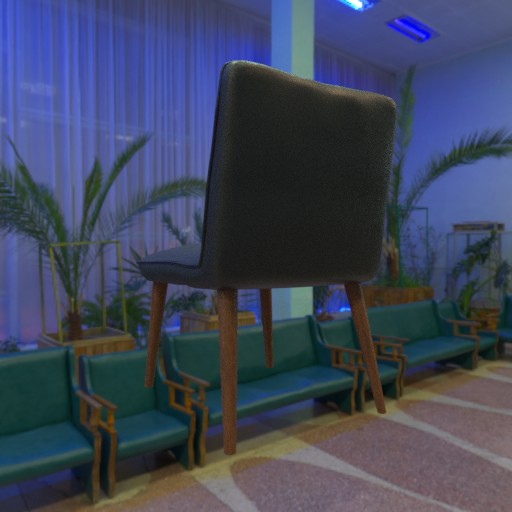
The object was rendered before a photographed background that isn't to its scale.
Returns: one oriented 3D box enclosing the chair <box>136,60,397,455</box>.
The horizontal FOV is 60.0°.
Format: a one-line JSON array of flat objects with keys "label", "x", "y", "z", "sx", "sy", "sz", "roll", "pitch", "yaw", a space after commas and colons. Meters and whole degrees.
[{"label": "chair", "x": 0.000, "y": 0.000, "z": 1.241, "sx": 0.543, "sy": 0.801, "sz": 0.645, "roll": -1, "pitch": 1, "yaw": -36}]
